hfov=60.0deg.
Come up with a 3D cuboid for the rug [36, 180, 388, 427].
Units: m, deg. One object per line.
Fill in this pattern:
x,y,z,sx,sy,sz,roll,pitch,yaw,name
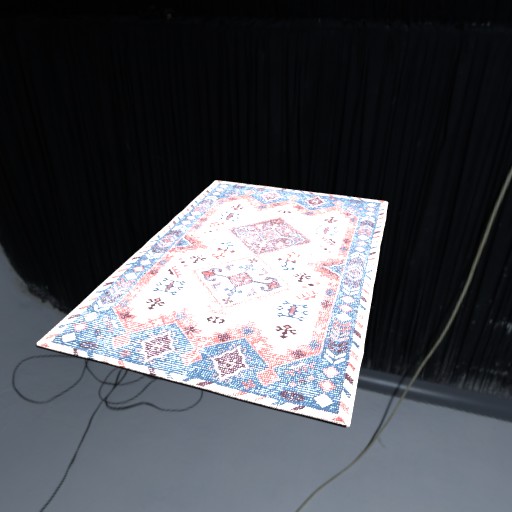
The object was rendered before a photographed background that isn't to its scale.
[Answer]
0.000,0.000,2.311,1.225,0.015,1.840,9,32,15,rug
